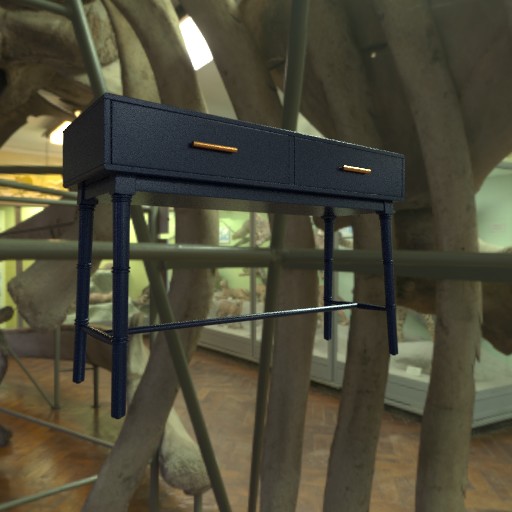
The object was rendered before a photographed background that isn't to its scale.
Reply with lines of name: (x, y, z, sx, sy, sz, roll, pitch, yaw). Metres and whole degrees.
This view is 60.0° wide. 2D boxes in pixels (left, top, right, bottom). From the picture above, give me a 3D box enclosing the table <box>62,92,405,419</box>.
table: (0.000, 0.000, 1.475, 1.118, 0.749, 0.399, -1, 1, -37)
